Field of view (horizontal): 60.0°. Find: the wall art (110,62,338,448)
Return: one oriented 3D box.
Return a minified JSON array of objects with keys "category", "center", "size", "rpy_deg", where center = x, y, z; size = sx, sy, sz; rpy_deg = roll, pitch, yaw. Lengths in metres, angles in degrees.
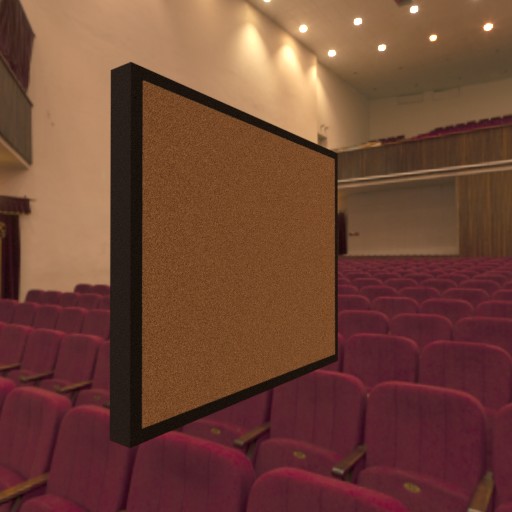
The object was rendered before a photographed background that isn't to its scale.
[{"category":"wall art","center":[0.000,0.000,0.541],"size":[0.028,0.325,0.397],"rpy_deg":[0,-1,36]}]
